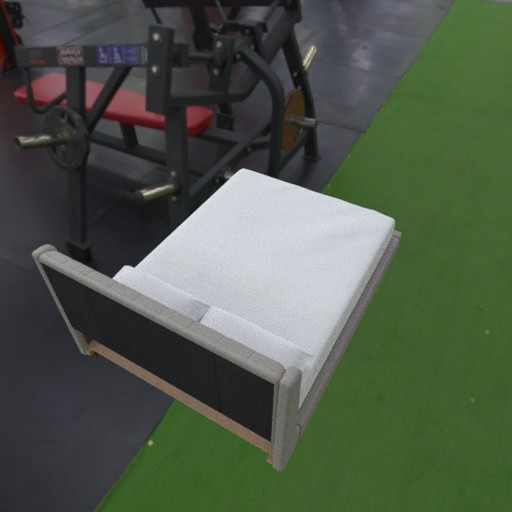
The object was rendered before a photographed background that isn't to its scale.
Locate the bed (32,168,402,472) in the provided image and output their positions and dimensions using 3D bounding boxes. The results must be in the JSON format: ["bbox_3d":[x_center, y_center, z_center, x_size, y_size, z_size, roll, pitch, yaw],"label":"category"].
[{"bbox_3d":[0.000,0.000,3.277,1.656,1.147,2.232,22,49,21],"label":"bed"}]
